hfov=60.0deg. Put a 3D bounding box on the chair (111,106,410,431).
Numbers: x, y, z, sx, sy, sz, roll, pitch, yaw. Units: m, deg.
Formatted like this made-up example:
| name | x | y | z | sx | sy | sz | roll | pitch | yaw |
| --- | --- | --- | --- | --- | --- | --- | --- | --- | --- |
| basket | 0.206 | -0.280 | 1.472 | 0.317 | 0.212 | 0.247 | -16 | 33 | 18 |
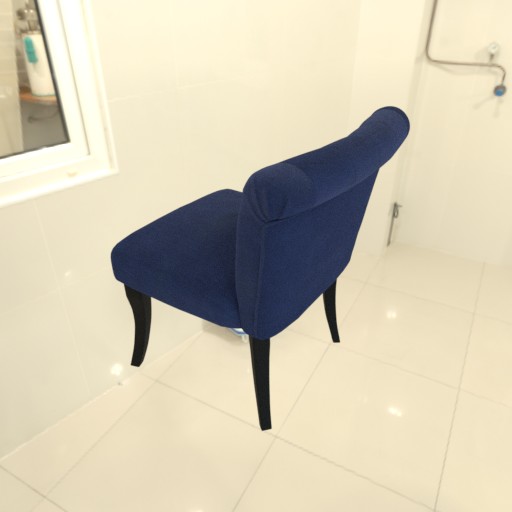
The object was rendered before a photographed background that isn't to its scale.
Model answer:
| name | x | y | z | sx | sy | sz | roll | pitch | yaw |
| --- | --- | --- | --- | --- | --- | --- | --- | --- | --- |
| chair | 0.000 | 0.000 | 1.207 | 0.606 | 0.753 | 0.585 | 21 | 37 | 30 |
